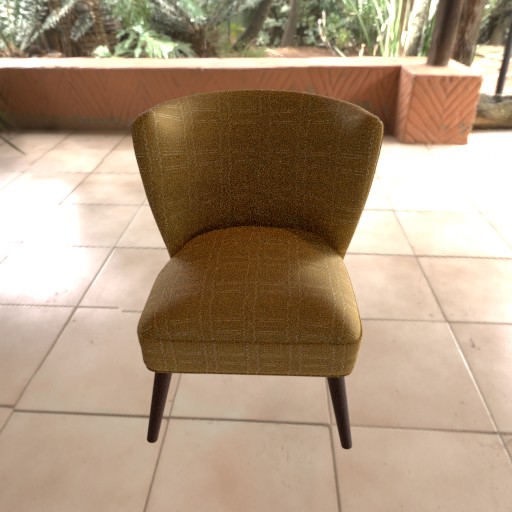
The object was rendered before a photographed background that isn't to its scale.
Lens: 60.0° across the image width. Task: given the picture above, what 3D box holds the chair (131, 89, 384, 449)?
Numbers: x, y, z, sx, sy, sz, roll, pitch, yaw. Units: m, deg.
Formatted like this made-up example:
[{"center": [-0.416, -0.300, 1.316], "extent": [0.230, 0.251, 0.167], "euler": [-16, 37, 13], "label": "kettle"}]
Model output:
[{"center": [0.000, 0.000, 1.400], "extent": [0.706, 0.866, 0.758], "euler": [1, 32, 2], "label": "chair"}]
